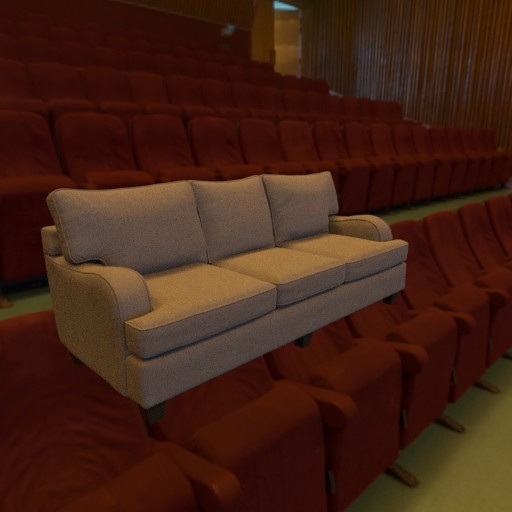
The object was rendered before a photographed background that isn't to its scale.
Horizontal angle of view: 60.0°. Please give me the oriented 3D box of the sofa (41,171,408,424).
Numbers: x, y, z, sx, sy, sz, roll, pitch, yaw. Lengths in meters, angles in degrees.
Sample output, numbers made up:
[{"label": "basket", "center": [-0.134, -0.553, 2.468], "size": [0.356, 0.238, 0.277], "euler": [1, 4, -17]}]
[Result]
[{"label": "sofa", "center": [0.000, 0.000, 2.891], "size": [2.323, 0.991, 1.016], "euler": [-14, 20, -43]}]
